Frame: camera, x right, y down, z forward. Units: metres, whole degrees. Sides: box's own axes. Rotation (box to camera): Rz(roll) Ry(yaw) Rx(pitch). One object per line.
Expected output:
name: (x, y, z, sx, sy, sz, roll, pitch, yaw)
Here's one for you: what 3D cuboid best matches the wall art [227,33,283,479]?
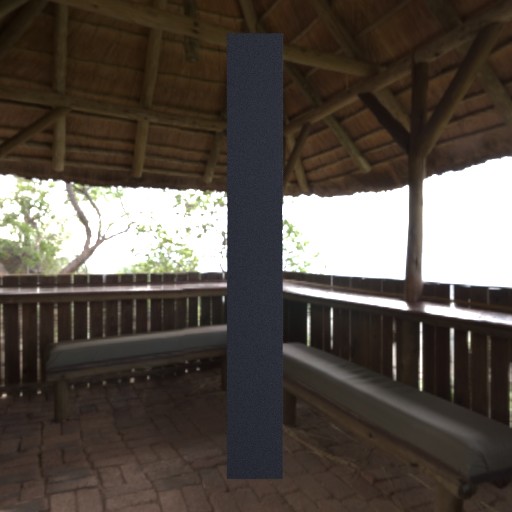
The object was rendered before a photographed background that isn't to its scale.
wall art: (0.000, 0.000, 0.454, 0.038, 0.304, 0.304, 0, 0, 0)
